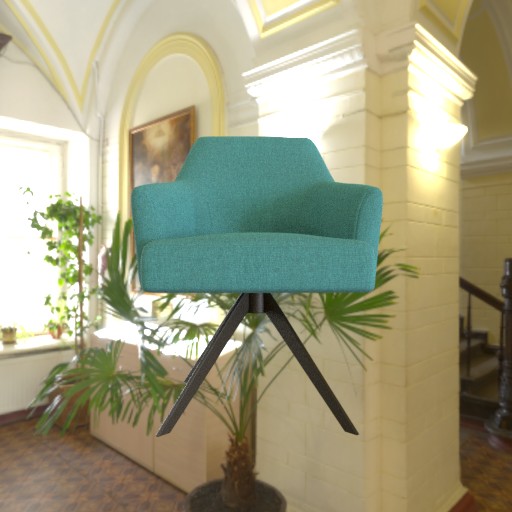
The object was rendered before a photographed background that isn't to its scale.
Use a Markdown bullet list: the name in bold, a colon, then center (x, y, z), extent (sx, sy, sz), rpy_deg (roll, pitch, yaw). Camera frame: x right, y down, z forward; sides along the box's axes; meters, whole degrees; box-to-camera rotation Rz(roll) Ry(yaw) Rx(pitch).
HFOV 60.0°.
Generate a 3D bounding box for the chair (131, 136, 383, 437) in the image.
- **chair**: center (0.000, 0.000, 1.319), extent (0.642, 0.874, 0.677), rpy_deg (0, 0, -1)
